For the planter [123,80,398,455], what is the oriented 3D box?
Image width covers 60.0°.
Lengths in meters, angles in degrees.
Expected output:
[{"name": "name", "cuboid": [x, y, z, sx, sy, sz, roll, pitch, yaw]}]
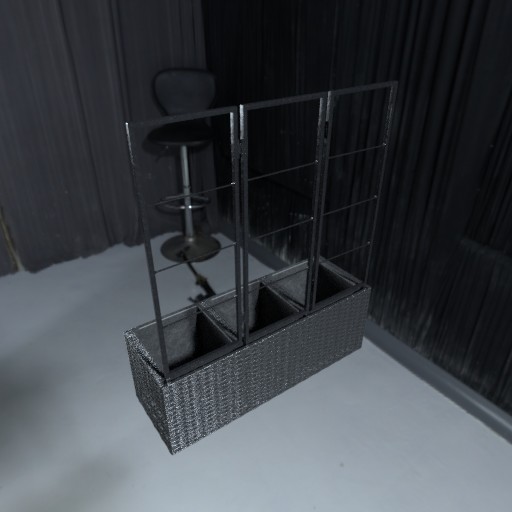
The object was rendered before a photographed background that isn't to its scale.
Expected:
[{"name": "planter", "cuboid": [0.000, 0.000, 1.175, 0.698, 0.841, 0.244, -20, 37, -29]}]
